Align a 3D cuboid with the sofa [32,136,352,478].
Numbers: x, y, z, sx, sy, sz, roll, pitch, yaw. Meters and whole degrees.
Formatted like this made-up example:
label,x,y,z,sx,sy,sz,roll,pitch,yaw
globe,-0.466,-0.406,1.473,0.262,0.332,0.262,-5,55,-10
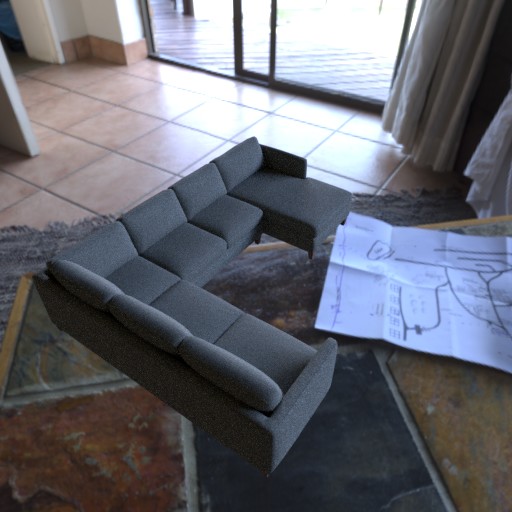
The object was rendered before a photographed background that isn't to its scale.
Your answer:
label,x,y,z,sx,sy,sz,roll,pitch,yaw
sofa,0.000,0.000,4.436,2.551,0.853,3.238,24,46,26
